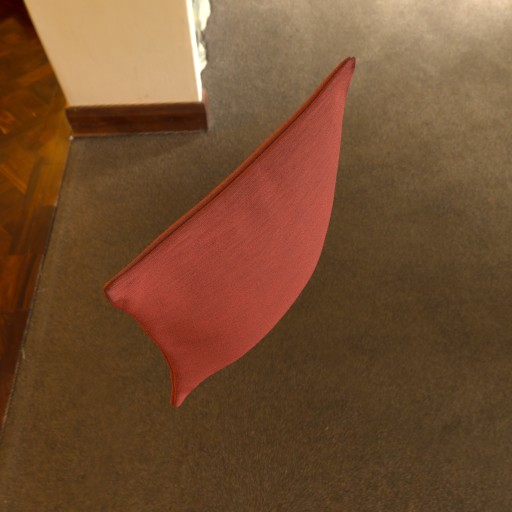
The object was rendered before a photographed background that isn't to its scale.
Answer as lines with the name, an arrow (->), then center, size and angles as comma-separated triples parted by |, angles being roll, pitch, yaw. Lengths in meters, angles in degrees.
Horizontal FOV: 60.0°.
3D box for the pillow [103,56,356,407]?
pillow -> 0.000, 0.000, 0.653 | 0.151, 0.416, 0.435 | 33, 63, 19
